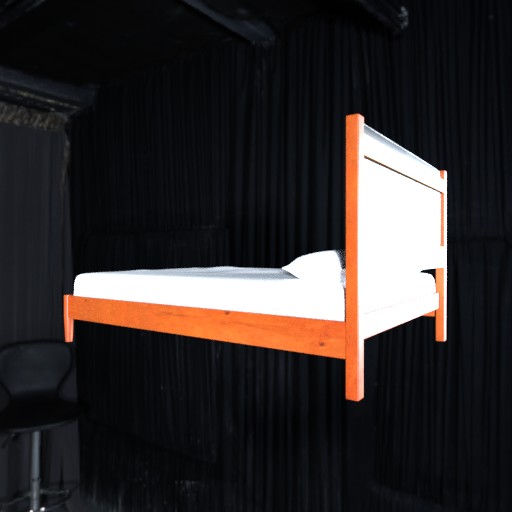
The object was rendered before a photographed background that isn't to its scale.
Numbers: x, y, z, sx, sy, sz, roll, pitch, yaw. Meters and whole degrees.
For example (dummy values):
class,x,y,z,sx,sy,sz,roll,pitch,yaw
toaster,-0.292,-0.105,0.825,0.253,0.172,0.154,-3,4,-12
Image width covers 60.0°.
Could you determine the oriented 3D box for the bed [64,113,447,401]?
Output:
class,x,y,z,sx,sy,sz,roll,pitch,yaw
bed,0.000,0.000,3.033,2.117,1.165,1.566,0,0,35
